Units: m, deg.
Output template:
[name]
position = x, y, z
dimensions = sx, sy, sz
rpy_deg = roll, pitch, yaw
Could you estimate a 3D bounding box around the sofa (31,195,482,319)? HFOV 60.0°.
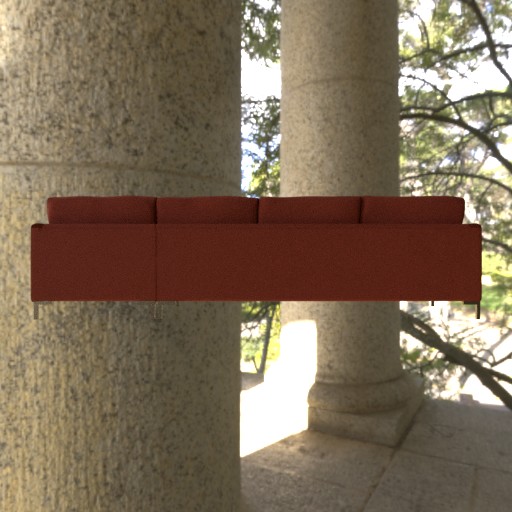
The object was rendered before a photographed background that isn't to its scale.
[sofa]
position = 0.000, 0.000, 3.476
dimensions = 2.932, 0.810, 1.350
rpy_deg = 0, 0, 0
